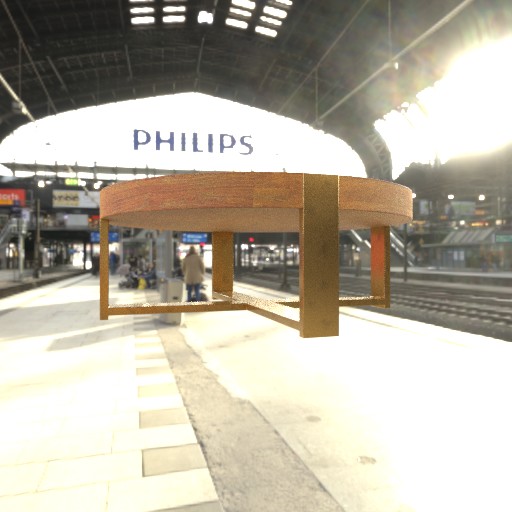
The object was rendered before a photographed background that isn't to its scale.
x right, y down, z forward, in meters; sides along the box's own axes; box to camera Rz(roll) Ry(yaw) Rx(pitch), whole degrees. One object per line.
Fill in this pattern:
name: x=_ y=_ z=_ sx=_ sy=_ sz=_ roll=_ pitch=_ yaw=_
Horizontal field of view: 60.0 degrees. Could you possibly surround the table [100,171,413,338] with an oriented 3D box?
table: x=0.000 y=0.000 z=1.658 sx=1.100 sy=0.420 sz=1.100 roll=0 pitch=0 yaw=0
